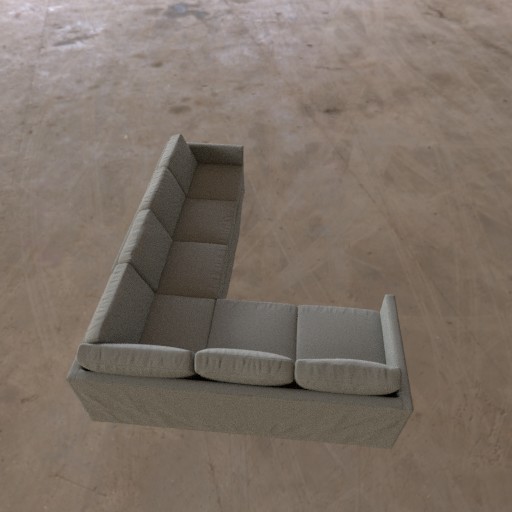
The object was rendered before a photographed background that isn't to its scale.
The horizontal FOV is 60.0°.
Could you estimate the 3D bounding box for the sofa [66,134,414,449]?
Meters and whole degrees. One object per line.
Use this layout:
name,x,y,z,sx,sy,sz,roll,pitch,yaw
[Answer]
sofa,0.000,0.000,4.312,2.432,0.871,3.182,4,46,4
